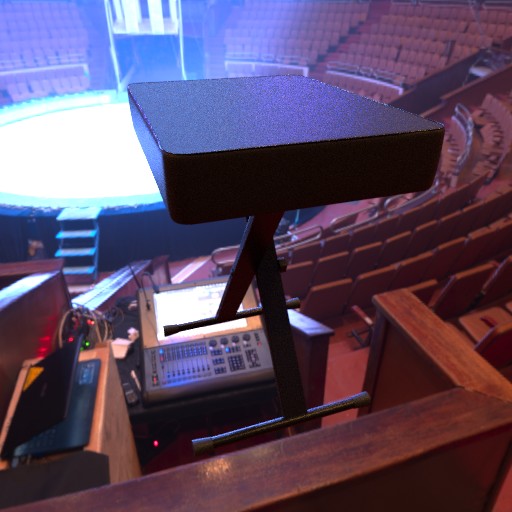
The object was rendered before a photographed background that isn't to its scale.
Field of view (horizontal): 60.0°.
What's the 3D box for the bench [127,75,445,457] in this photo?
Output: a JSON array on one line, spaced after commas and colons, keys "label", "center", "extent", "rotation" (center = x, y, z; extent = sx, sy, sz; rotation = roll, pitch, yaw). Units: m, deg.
[{"label": "bench", "center": [0.000, 0.000, 0.743], "extent": [0.321, 0.500, 0.424], "rotation": [-10, 32, -16]}]
